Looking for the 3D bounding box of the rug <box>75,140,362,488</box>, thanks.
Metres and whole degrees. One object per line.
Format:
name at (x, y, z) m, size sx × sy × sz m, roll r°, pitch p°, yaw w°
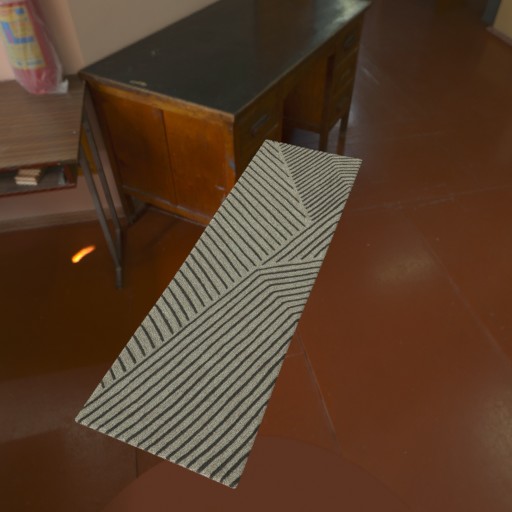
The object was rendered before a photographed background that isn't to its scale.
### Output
rug at (0.000, 0.000, 2.632) m, size 0.773 × 0.020 × 2.439 m, roll 16°, pitch 48°, yaw 14°
